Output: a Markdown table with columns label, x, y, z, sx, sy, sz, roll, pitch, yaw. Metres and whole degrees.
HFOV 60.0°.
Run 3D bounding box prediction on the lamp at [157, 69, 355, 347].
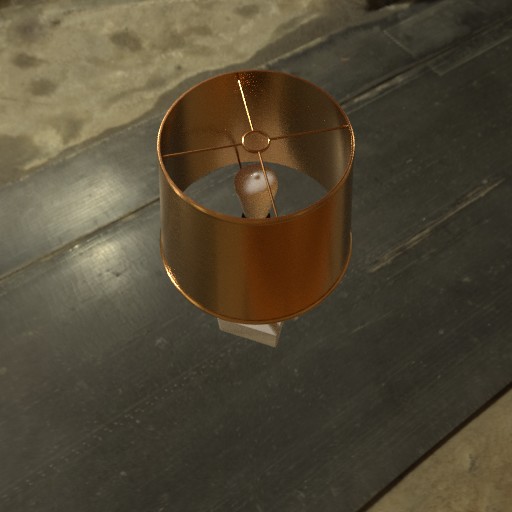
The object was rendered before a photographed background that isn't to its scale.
| label | x | y | z | sx | sy | sz | roll | pitch | yaw |
| --- | --- | --- | --- | --- | --- | --- | --- | --- | --- |
| lamp | 0.000 | 0.000 | 0.530 | 0.208 | 0.406 | 0.208 | 0 | 63 | 0 |
